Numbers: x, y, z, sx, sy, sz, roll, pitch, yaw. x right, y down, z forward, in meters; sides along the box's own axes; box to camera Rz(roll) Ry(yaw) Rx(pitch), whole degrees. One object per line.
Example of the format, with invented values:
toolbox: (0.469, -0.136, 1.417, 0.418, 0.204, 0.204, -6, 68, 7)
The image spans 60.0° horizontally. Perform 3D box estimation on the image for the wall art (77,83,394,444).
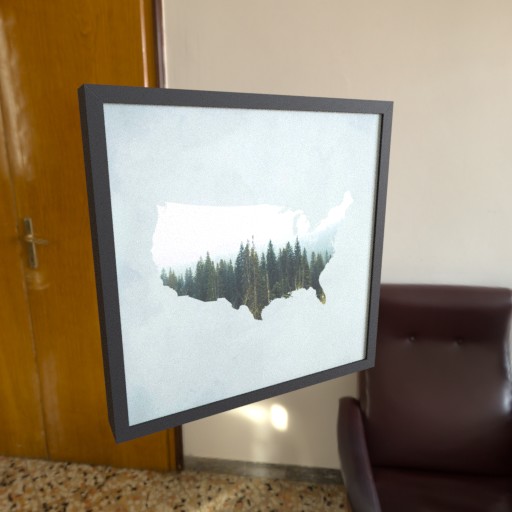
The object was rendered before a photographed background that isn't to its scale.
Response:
wall art: (0.000, 0.000, 0.445, 0.304, 0.304, 0.038, -8, 16, -27)
